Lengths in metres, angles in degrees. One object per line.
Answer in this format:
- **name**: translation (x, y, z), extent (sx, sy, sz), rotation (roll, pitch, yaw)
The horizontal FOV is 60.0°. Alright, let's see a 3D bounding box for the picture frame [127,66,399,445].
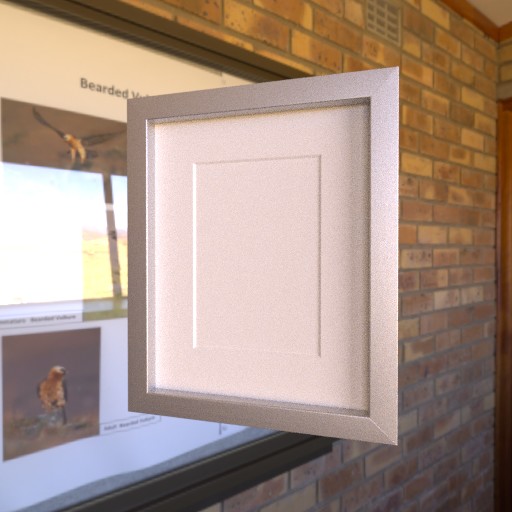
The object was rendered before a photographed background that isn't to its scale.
- **picture frame**: translation (0.000, 0.000, 0.381), extent (0.233, 0.282, 0.036), rotation (0, 1, 18)
